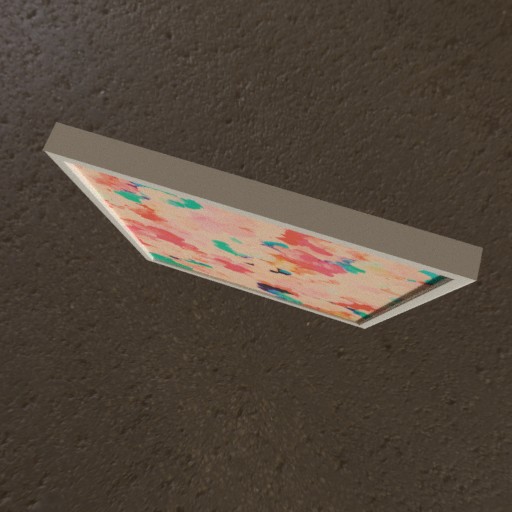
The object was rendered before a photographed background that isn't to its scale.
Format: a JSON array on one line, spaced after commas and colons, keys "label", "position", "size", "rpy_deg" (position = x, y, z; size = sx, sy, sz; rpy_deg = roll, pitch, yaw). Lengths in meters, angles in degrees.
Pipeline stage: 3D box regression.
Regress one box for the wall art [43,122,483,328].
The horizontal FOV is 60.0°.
[{"label": "wall art", "position": [0.000, 0.000, 0.741], "size": [0.506, 0.505, 0.038], "rpy_deg": [17, 76, 5]}]
